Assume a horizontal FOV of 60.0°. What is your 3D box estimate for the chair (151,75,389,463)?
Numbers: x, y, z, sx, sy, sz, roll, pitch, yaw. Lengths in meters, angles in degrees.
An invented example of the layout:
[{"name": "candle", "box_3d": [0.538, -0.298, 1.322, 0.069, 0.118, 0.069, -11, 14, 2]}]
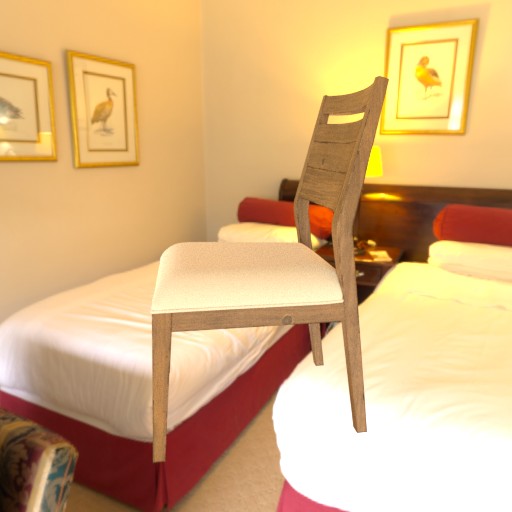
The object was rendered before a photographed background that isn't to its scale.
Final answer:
[{"name": "chair", "box_3d": [0.000, 0.000, 1.297, 0.610, 0.939, 0.497, -2, 14, -9]}]
